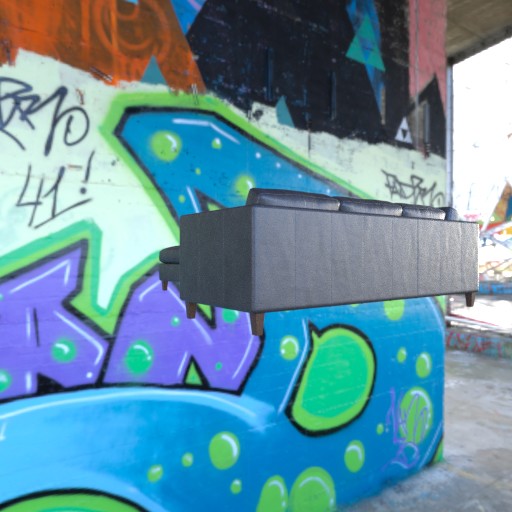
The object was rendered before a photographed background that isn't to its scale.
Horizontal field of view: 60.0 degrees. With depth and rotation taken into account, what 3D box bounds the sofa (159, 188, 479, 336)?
[{"bbox_3d":[0.000,0.000,4.518,2.452,0.891,3.324,0,0,-36],"label":"sofa"}]
